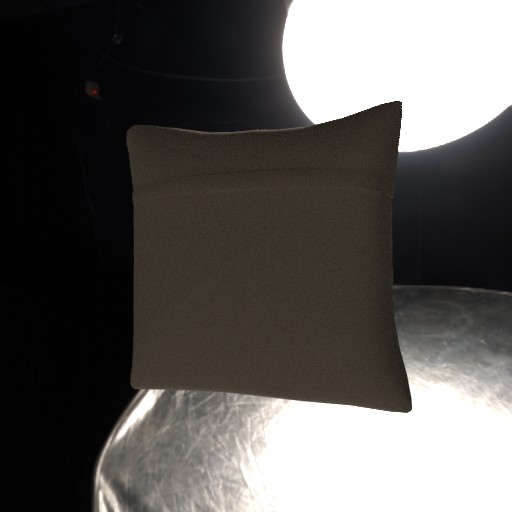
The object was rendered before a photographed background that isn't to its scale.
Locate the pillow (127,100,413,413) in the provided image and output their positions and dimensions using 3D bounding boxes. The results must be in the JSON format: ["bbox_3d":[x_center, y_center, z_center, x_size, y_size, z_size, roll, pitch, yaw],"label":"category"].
[{"bbox_3d":[0.000,0.000,0.729,0.484,0.470,0.192,0,-1,18],"label":"pillow"}]
